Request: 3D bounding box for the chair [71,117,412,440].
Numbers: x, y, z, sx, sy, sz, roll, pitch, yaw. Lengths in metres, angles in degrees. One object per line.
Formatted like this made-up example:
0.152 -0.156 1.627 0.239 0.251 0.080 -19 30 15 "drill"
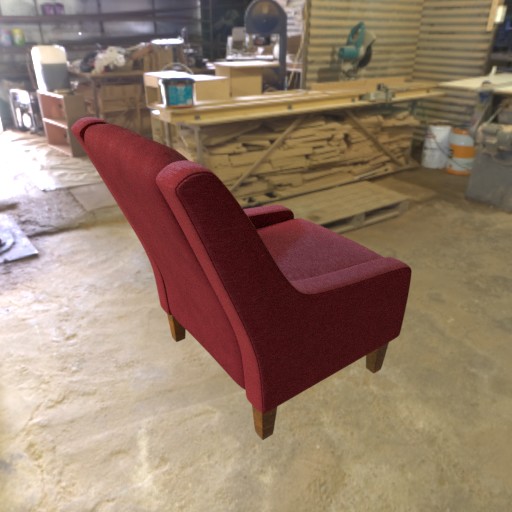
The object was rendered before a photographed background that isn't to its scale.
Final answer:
0.000 0.000 1.681 0.985 1.017 0.793 -18 33 -31 "chair"
